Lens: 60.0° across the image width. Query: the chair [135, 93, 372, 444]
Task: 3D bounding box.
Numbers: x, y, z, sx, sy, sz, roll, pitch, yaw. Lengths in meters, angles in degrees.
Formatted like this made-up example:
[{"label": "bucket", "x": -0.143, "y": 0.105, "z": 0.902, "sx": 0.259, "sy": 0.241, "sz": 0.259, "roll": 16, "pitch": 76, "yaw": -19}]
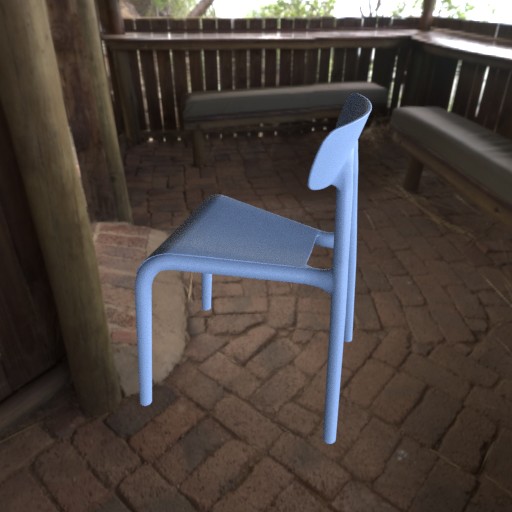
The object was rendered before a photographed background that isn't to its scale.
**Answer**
[{"label": "chair", "x": 0.000, "y": 0.000, "z": 0.863, "sx": 0.401, "sy": 0.580, "sz": 0.356, "roll": 9, "pitch": 32, "yaw": 14}]
